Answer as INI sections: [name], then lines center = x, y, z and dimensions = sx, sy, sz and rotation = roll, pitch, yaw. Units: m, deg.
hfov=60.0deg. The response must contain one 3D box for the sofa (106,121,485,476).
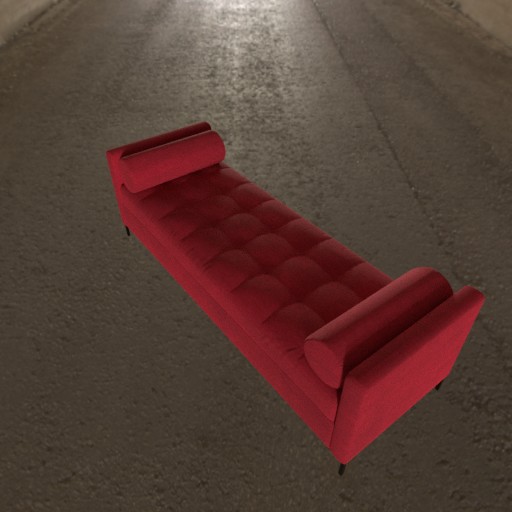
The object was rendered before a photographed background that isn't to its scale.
[sofa]
center = 0.000, 0.000, 2.301
dimensions = 0.686, 0.635, 1.981
rotation = -26, 47, -27
